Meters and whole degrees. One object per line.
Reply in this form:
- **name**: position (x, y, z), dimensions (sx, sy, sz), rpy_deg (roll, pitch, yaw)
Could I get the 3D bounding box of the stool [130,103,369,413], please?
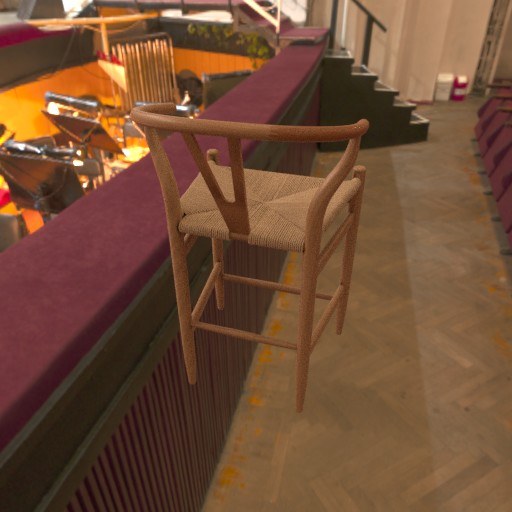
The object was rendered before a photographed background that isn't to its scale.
- **stool**: position (0.000, 0.000, 1.287), dimensions (0.536, 0.923, 0.575), rpy_deg (10, 34, 15)
